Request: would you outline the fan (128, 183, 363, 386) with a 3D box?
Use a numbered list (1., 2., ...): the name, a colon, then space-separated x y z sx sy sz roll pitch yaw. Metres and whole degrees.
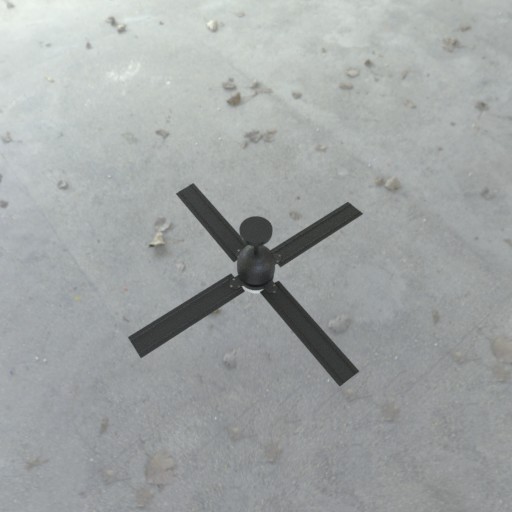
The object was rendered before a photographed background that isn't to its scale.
1. fan: 0.000 0.000 2.034 1.319 0.410 1.319 -33 63 -20
